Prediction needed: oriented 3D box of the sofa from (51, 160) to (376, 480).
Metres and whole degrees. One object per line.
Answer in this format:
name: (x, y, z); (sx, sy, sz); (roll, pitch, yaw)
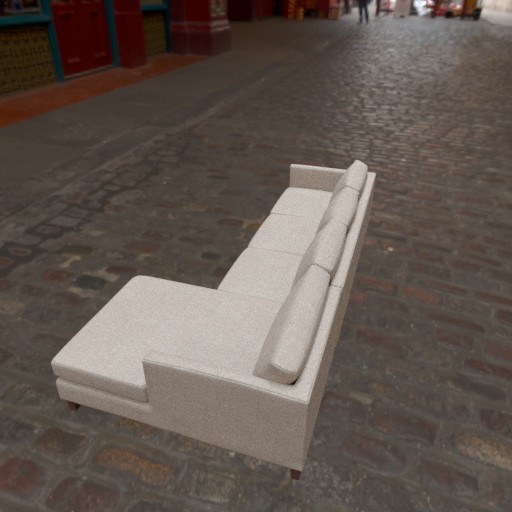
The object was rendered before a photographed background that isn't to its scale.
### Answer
sofa: (0.000, 0.000, 3.755); (1.625, 0.846, 3.186); (10, 33, 16)
